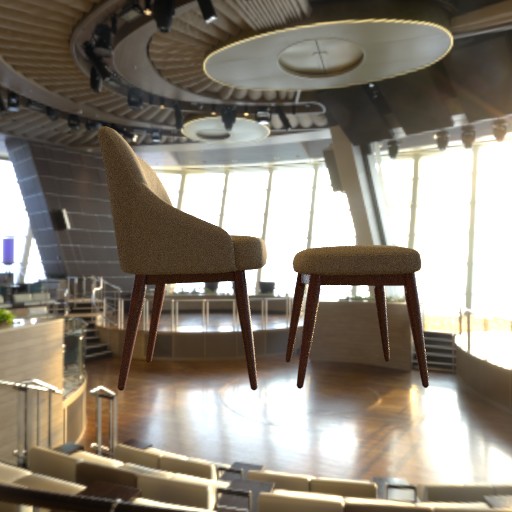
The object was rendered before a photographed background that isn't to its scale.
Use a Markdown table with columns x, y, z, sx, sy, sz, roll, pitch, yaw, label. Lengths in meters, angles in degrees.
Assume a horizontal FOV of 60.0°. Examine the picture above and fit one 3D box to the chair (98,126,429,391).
| x | y | z | sx | sy | sz | roll | pitch | yaw | label |
| --- | --- | --- | --- | --- | --- | --- | --- | --- | --- |
| 0.000 | 0.000 | 1.634 | 1.114 | 0.866 | 0.584 | 0 | -1 | -2 | chair |
